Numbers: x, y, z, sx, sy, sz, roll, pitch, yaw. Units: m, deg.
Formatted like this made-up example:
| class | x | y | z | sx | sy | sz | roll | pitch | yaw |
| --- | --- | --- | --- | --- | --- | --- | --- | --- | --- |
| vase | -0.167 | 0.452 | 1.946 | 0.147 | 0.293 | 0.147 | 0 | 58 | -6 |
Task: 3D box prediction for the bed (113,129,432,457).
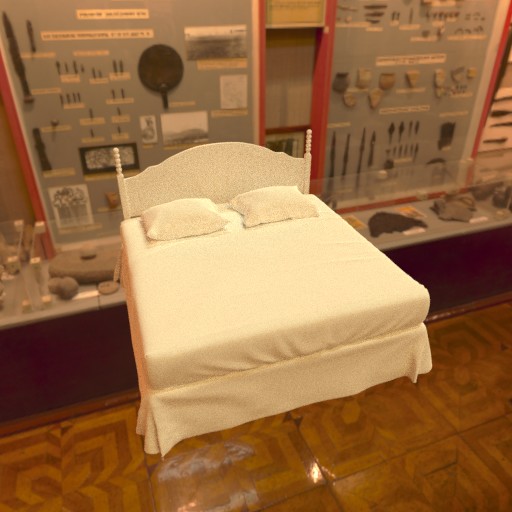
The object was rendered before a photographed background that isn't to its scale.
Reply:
| class | x | y | z | sx | sy | sz | roll | pitch | yaw |
| --- | --- | --- | --- | --- | --- | --- | --- | --- | --- |
| bed | 0.000 | 0.000 | 3.613 | 2.322 | 1.355 | 2.219 | -10 | 32 | -16 |
